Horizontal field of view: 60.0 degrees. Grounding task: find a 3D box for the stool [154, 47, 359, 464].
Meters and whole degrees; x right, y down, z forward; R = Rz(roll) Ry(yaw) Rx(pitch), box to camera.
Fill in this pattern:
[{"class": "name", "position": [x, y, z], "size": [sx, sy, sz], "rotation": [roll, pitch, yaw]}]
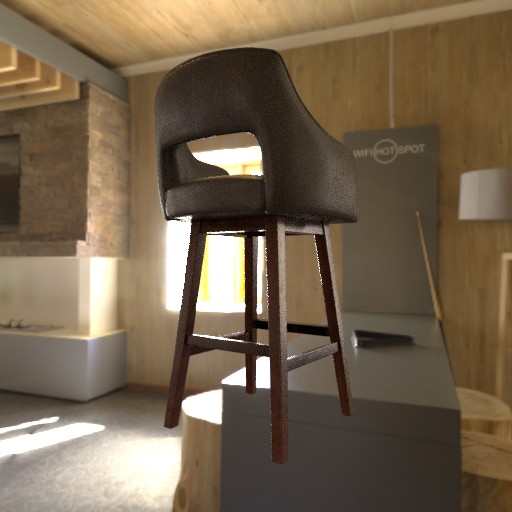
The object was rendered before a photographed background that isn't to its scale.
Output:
[{"class": "stool", "position": [0.000, 0.000, 1.372], "size": [0.550, 1.041, 0.560], "rotation": [0, 0, 36]}]
